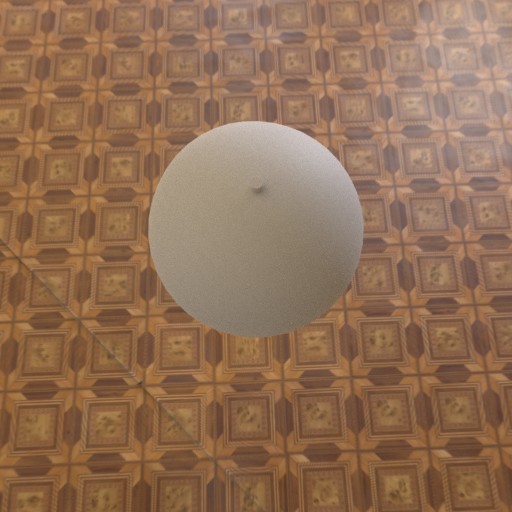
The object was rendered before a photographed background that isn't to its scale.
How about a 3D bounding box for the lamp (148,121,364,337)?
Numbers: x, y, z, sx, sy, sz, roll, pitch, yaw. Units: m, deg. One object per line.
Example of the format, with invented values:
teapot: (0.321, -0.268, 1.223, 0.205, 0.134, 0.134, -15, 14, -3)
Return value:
lamp: (0.000, 0.000, 0.431, 0.171, 0.330, 0.171, 0, 74, 0)
